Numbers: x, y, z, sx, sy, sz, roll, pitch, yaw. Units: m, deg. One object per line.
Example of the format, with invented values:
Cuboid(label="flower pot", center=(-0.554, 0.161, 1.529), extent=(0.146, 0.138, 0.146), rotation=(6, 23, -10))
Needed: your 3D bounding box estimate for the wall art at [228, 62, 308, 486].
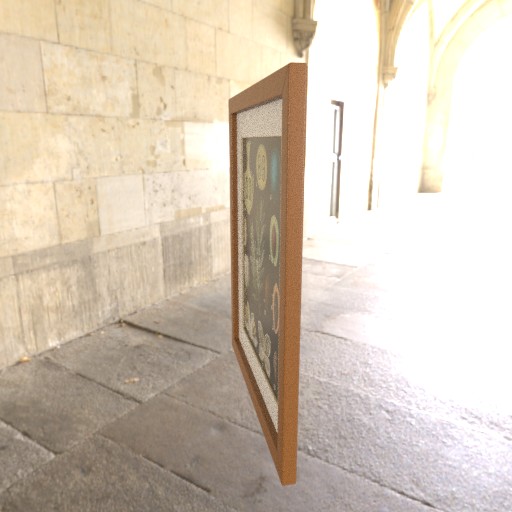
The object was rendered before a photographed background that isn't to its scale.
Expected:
Cuboid(label="wall art", center=(0.000, 0.000, 0.764), extent=(0.021, 0.550, 0.449), rotation=(-3, 15, -12))
